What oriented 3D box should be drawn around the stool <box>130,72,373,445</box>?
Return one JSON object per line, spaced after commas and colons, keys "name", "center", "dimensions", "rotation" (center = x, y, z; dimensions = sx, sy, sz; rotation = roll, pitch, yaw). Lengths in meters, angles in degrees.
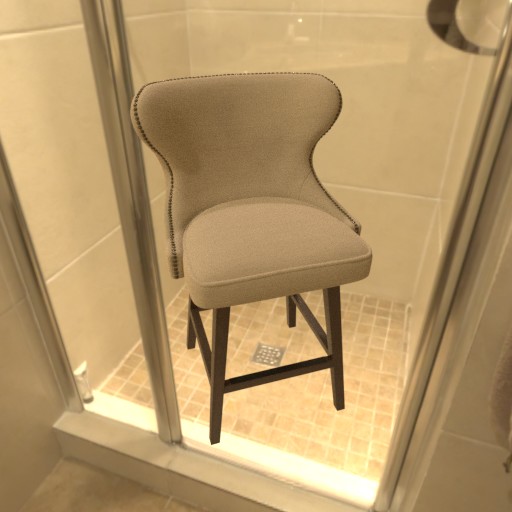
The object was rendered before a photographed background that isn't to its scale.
{"name": "stool", "center": [0.000, 0.000, 1.370], "dimensions": [0.615, 0.972, 0.597], "rotation": [-9, 33, -15]}
